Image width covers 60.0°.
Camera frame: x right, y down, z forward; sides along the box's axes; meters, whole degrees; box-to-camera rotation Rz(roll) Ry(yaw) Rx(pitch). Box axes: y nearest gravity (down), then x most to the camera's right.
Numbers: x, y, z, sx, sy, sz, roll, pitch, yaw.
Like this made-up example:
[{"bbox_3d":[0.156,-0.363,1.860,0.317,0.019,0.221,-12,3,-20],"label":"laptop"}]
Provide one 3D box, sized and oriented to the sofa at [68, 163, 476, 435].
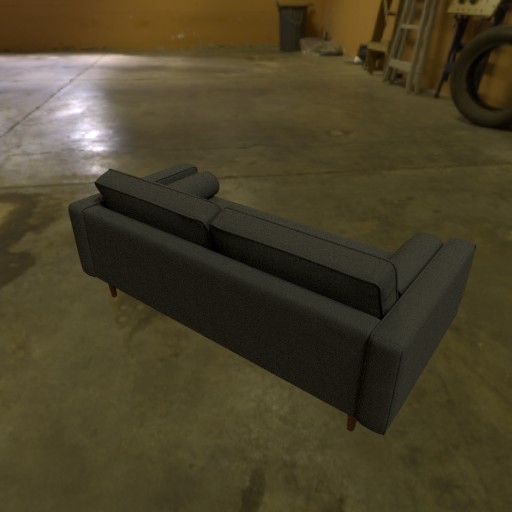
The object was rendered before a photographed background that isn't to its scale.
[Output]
[{"bbox_3d":[0.000,0.000,2.293,1.875,0.759,0.914,21,36,31],"label":"sofa"}]
